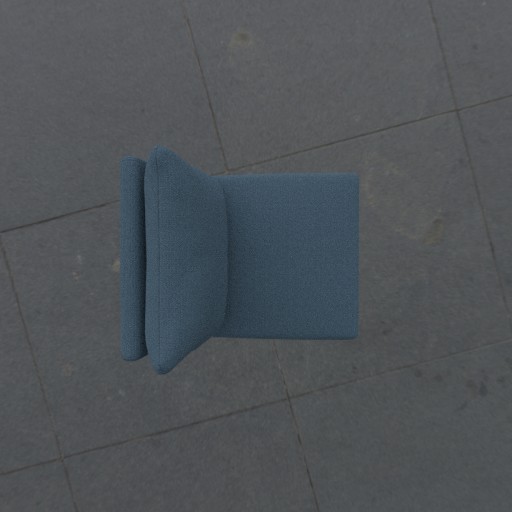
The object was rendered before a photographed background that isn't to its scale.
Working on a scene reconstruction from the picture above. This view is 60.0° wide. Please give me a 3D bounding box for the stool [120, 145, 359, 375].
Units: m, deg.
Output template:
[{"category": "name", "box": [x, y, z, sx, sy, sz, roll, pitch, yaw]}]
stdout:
[{"category": "stool", "box": [0.000, 0.000, 1.356, 0.568, 1.032, 0.463, 0, 91, 0]}]
